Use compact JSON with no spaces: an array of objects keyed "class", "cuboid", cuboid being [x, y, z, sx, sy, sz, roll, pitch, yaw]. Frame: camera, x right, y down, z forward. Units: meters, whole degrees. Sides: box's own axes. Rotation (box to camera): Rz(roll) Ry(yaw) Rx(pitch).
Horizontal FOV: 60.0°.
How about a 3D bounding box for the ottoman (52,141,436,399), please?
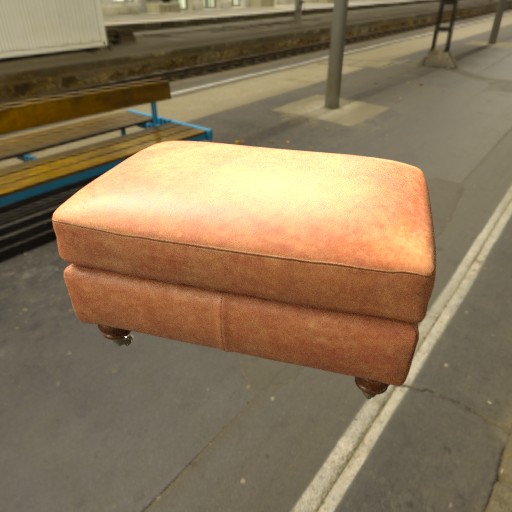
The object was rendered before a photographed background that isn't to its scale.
[{"class":"ottoman","cuboid":[0.000,0.000,1.206,0.852,0.507,0.565,8,33,13]}]
